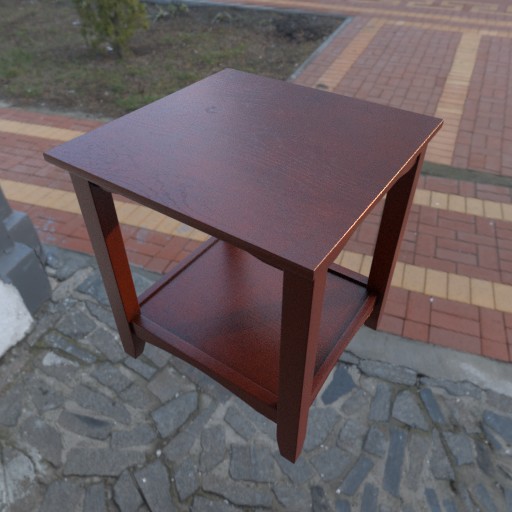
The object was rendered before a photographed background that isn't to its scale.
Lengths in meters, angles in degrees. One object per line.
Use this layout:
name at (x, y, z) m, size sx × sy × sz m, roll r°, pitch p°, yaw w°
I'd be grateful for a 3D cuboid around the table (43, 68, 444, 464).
table at (0.000, 0.000, 0.953) m, size 0.523 × 0.558 × 0.522 m, roll 26°, pitch 47°, yaw 27°
